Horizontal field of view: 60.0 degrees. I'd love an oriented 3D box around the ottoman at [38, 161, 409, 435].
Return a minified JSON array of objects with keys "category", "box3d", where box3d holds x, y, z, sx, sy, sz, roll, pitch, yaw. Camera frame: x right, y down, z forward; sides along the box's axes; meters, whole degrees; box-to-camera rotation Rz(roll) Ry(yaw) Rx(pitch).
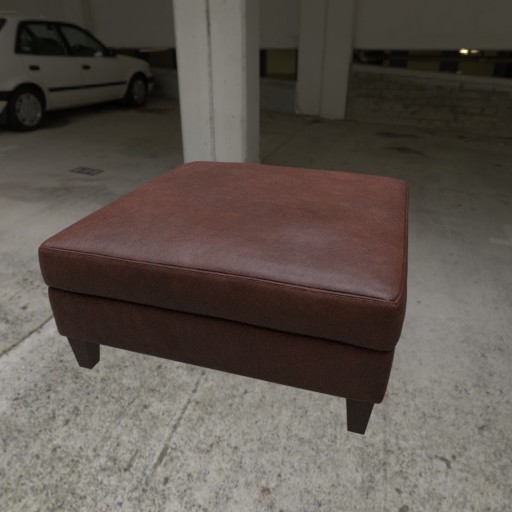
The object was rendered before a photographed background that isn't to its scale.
[{"category":"ottoman","box3d":[0.000,0.000,1.316,0.836,0.415,0.844,8,27,16]}]
